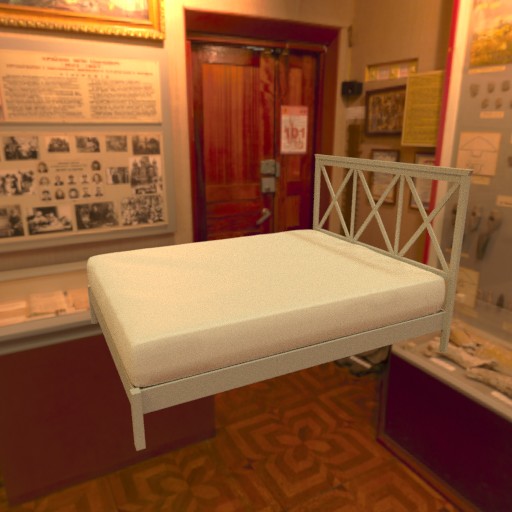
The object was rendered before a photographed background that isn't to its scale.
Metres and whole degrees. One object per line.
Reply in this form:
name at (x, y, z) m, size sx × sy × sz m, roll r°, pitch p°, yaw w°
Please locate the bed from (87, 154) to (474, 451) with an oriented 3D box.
bed at (0.000, 0.000, 3.134) m, size 2.135 × 1.253 × 1.673 m, roll -8°, pitch 18°, yaw -26°
